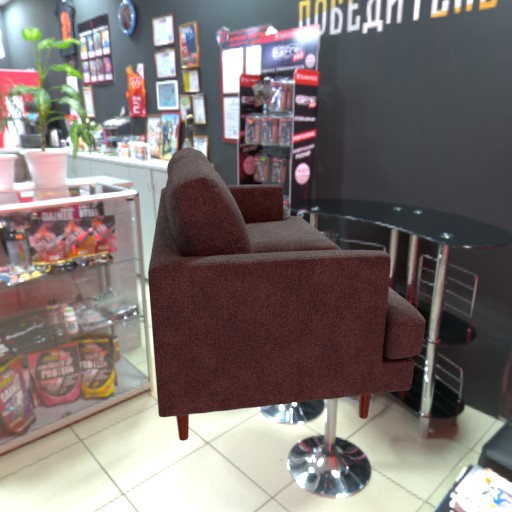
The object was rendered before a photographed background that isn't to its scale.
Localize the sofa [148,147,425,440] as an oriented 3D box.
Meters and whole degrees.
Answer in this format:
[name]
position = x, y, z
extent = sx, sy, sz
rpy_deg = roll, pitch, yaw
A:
[sofa]
position = 0.000, 0.000, 2.123
extent = 0.903, 0.956, 1.582
rpy_deg = -3, 18, -10
